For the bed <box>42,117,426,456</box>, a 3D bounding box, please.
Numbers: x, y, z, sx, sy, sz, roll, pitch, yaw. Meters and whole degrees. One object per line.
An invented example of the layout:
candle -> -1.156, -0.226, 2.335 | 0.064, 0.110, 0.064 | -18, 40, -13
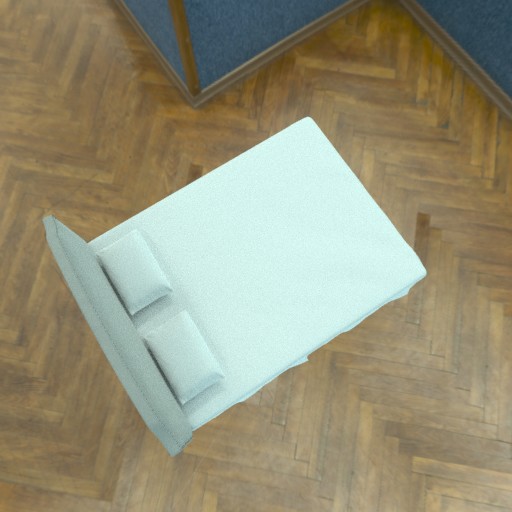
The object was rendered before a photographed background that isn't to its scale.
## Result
bed -> 0.000, 0.000, 2.980 | 1.999, 1.270, 1.558 | -32, 78, -8
